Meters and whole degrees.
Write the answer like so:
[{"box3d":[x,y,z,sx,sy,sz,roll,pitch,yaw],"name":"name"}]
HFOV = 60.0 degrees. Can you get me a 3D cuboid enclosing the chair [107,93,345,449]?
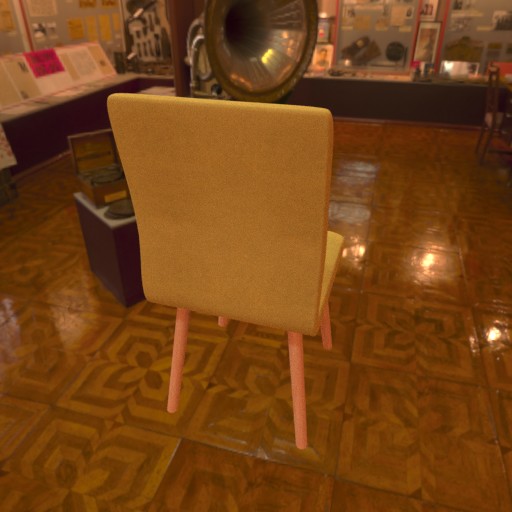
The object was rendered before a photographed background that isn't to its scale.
[{"box3d":[0.000,0.000,1.270,0.450,0.965,0.550,10,33,15],"name":"chair"}]
